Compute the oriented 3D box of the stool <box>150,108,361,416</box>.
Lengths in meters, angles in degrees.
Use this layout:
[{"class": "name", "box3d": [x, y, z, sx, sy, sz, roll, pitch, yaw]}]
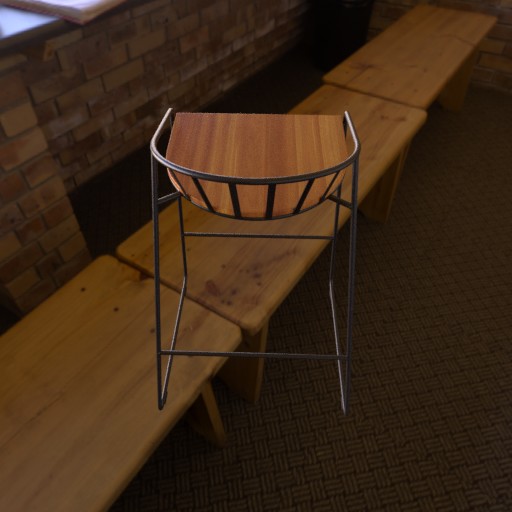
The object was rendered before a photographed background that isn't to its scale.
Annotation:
[{"class": "stool", "box3d": [0.000, 0.000, 1.167, 0.546, 0.812, 0.521, 1, 46, 1]}]
